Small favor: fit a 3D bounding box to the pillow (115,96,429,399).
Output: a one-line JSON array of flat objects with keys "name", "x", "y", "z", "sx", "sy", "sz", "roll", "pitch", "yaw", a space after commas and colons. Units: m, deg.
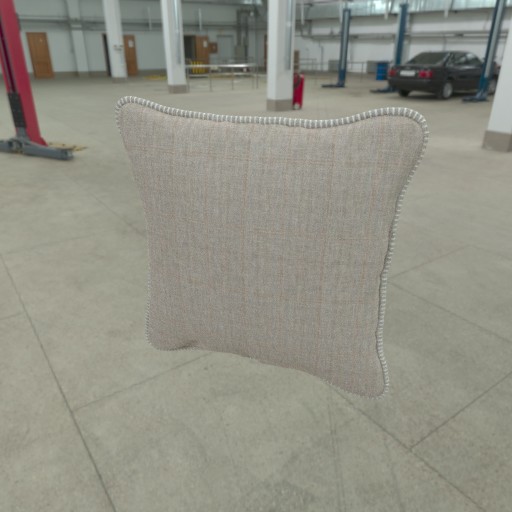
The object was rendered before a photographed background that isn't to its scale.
[{"name": "pillow", "x": 0.000, "y": 0.000, "z": 0.745, "sx": 0.485, "sy": 0.494, "sz": 0.124, "roll": 8, "pitch": 27, "yaw": 17}]
